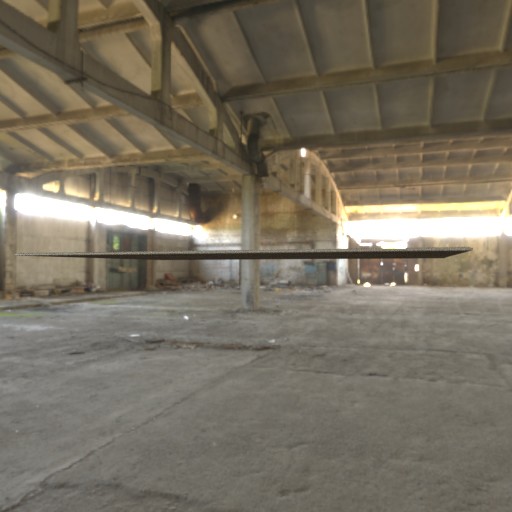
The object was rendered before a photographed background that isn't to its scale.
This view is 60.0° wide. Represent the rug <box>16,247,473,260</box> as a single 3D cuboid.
[{"bbox_3d":[0.000,0.000,3.344,2.746,0.018,1.819,-1,-2,19],"label":"rug"}]
